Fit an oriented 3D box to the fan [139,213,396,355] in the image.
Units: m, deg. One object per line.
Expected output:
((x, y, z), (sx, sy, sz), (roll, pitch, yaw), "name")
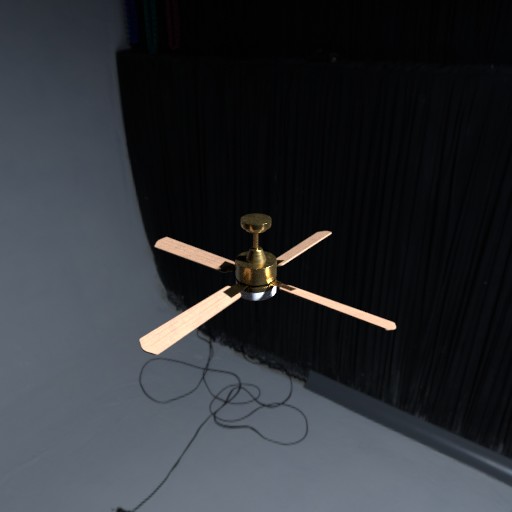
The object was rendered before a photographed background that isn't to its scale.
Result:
((0.000, 0.000, 1.986), (1.320, 0.355, 1.320), (18, 32, 33), "fan")
